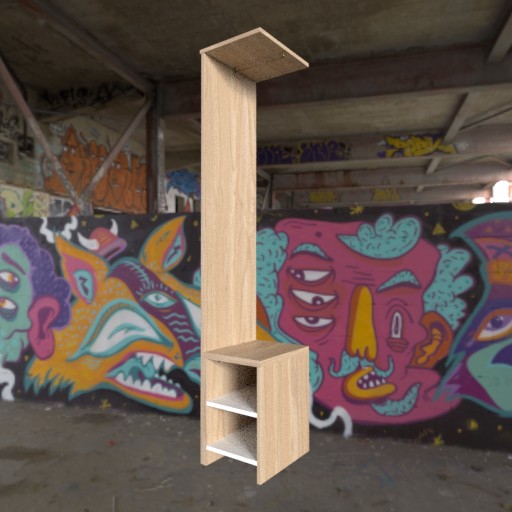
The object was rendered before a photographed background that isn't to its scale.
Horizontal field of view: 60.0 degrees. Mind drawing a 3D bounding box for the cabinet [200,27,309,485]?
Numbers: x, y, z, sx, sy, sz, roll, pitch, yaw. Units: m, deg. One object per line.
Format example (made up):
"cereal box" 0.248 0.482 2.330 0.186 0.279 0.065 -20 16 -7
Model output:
"cabinet" 0.000 0.000 2.077 0.338 1.879 0.411 -1 -1 36
